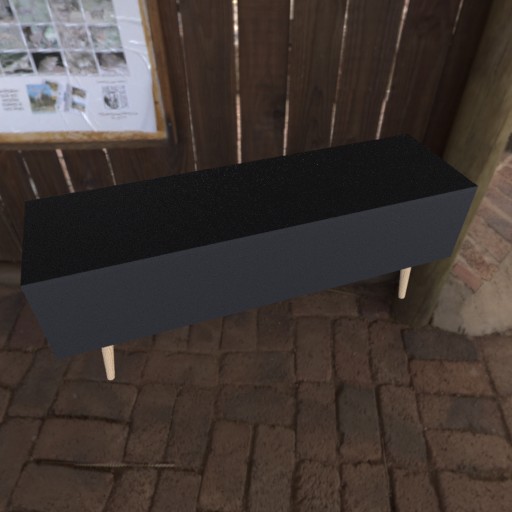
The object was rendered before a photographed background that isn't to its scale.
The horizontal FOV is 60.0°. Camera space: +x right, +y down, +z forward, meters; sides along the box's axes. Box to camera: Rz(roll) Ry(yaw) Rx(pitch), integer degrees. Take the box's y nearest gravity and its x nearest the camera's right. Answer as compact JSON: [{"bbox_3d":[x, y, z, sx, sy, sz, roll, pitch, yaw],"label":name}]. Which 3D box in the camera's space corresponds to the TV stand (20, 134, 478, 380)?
[{"bbox_3d":[0.000,0.000,1.511,1.312,0.518,0.390,-13,43,-14],"label":"TV stand"}]
